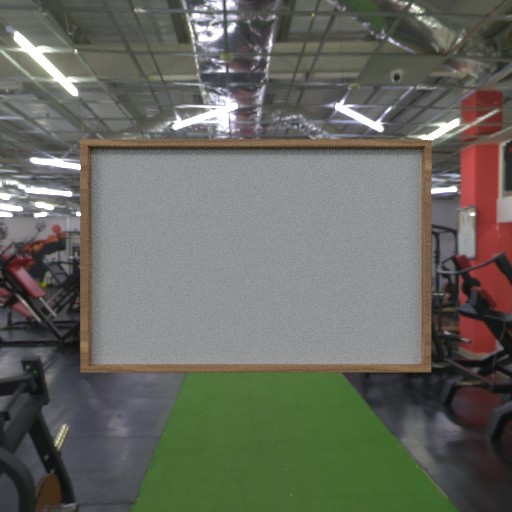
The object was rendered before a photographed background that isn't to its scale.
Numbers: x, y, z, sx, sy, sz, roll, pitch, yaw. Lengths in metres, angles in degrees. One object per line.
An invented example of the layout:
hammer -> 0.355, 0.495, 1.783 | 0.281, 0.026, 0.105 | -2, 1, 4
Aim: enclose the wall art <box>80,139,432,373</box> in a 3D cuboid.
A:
wall art -> 0.000, 0.000, 1.451 | 1.137, 0.756, 0.034 | 0, 0, 0
